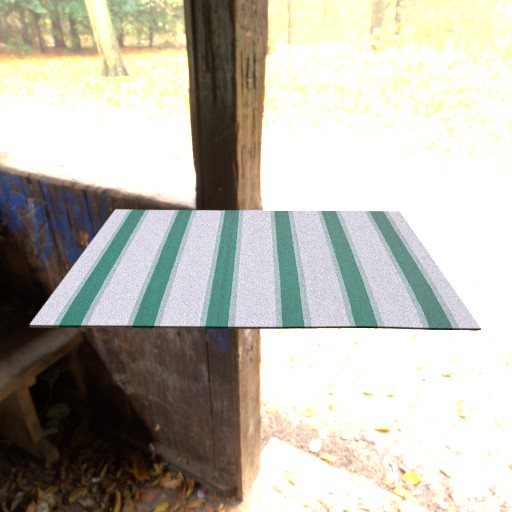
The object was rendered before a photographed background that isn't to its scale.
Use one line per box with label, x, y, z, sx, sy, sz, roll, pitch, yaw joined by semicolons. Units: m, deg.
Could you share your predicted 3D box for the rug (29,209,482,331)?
rug;0.000;0.000;2.317;1.829;0.012;1.210;0;29;1
